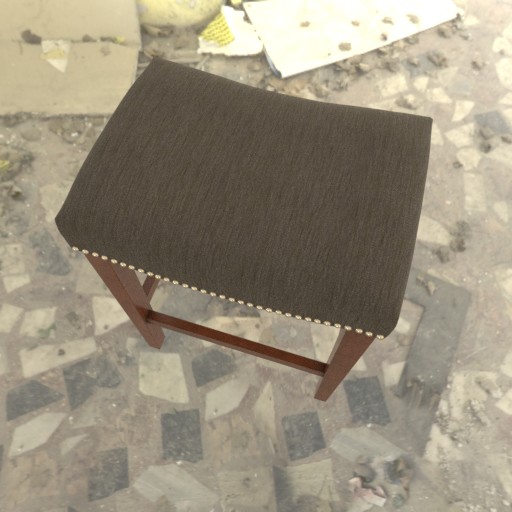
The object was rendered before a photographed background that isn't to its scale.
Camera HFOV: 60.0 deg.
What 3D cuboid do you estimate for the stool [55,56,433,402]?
[{"bbox_3d":[0.000,0.000,0.935,0.504,0.654,0.372,15,64,8],"label":"stool"}]
